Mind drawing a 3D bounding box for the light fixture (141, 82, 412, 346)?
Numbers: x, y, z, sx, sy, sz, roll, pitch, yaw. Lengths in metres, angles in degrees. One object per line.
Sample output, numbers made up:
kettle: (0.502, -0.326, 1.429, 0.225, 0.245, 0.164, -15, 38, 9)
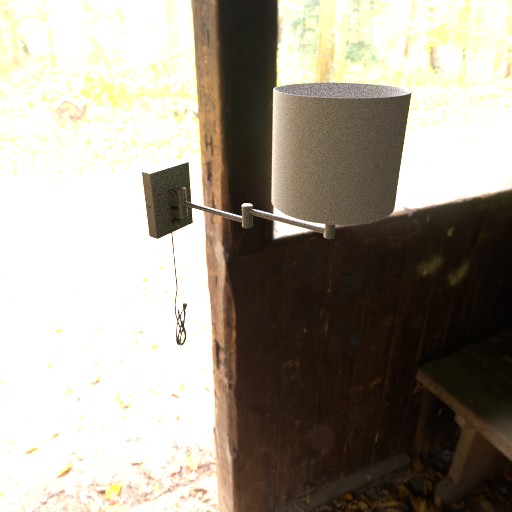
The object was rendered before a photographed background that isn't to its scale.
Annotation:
light fixture: (0.000, 0.000, 0.892, 0.516, 0.651, 0.203, 18, 32, 31)
